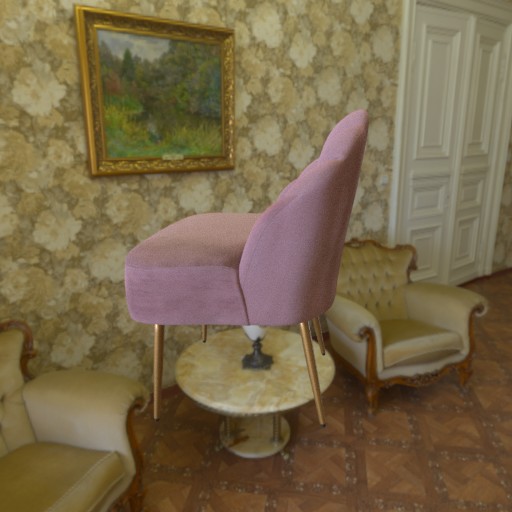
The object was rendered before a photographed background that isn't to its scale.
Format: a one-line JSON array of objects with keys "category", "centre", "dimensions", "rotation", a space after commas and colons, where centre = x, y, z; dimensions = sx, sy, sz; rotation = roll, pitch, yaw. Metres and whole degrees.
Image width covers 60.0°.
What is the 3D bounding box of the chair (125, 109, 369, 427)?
[{"category": "chair", "centre": [0.000, 0.000, 1.312], "dimensions": [0.599, 0.819, 0.657], "rotation": [2, 14, 8]}]
